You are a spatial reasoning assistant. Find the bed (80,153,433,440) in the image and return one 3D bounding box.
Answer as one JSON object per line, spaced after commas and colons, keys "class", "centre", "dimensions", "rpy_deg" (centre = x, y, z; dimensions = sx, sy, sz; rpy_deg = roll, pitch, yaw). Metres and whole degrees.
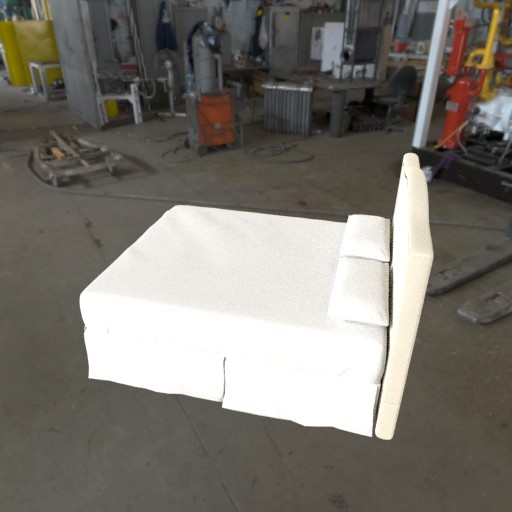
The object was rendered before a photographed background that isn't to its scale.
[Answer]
{"class": "bed", "centre": [0.000, 0.000, 3.356], "dimensions": [2.196, 1.449, 1.741], "rpy_deg": [8, 31, 13]}
